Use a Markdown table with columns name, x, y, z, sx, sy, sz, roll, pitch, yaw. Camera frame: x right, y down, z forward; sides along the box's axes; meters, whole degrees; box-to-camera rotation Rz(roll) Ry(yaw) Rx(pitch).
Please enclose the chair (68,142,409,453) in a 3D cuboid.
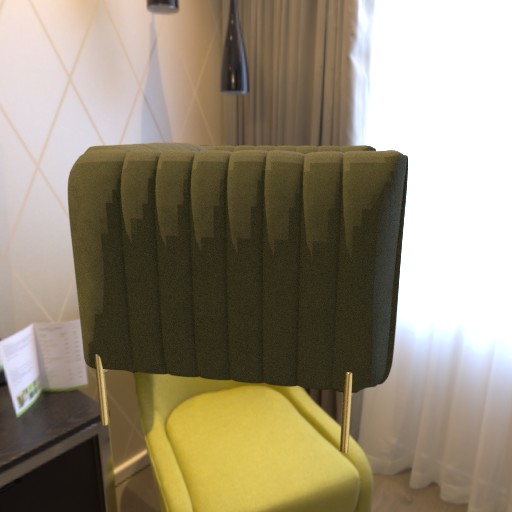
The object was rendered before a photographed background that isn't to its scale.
| name | x | y | z | sx | sy | sz | roll | pitch | yaw |
| --- | --- | --- | --- | --- | --- | --- | --- | --- | --- |
| chair | 0.000 | 0.000 | 1.602 | 0.877 | 0.794 | 1.032 | 3 | 15 | 9 |
